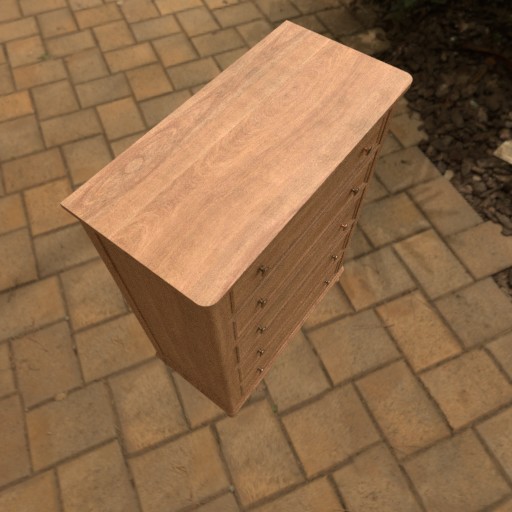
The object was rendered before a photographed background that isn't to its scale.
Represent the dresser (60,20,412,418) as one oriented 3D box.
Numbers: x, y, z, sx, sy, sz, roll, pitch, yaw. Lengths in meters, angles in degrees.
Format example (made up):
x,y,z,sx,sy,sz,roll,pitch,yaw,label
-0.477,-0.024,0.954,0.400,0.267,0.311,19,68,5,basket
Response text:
x,y,z,sx,sy,sz,roll,pitch,yaw,label
0.000,0.000,1.787,0.484,1.318,0.973,33,65,18,dresser
